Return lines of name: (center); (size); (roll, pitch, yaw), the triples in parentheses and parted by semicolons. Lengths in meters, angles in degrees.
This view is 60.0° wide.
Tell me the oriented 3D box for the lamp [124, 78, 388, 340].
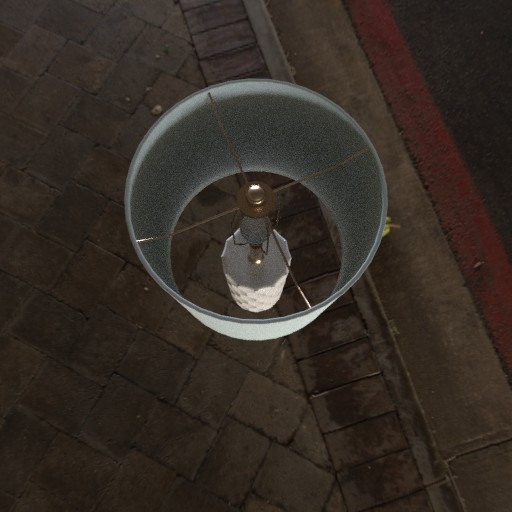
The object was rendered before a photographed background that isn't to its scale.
lamp: (0.000, 0.000, 0.725); (0.277, 0.534, 0.277); (14, 76, 4)
